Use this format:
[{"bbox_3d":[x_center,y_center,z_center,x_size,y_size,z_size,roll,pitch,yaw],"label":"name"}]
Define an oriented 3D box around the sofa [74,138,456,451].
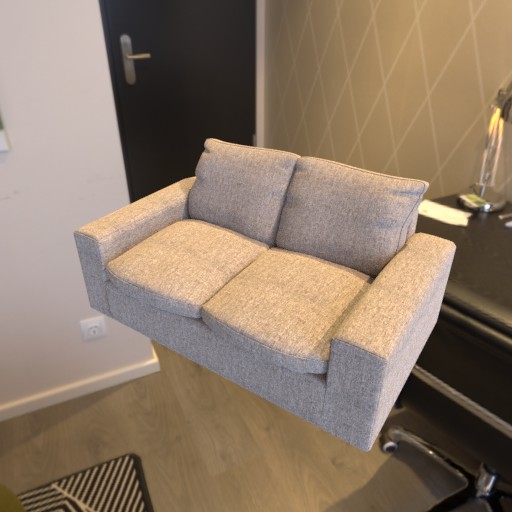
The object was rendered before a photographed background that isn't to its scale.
[{"bbox_3d":[0.000,0.000,2.364,1.758,0.877,1.094,19,35,29],"label":"sofa"}]
